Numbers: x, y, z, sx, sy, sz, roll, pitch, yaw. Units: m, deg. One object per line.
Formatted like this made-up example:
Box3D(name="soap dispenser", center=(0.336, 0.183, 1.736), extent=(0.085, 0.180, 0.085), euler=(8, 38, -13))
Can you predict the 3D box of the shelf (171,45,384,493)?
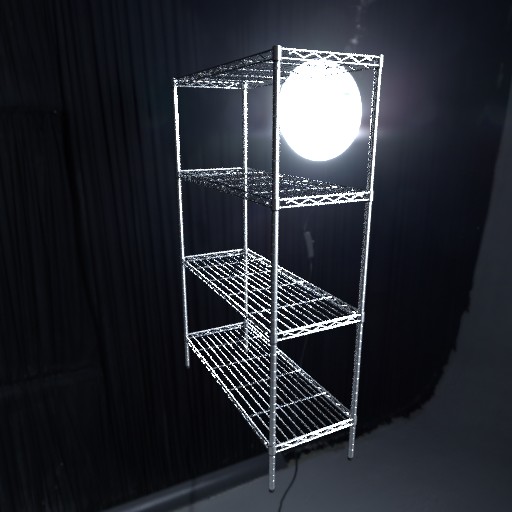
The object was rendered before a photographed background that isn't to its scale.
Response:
Box3D(name="shelf", center=(0.000, 0.000, 1.737), extent=(0.352, 1.360, 0.907), euler=(-8, 18, -26))
